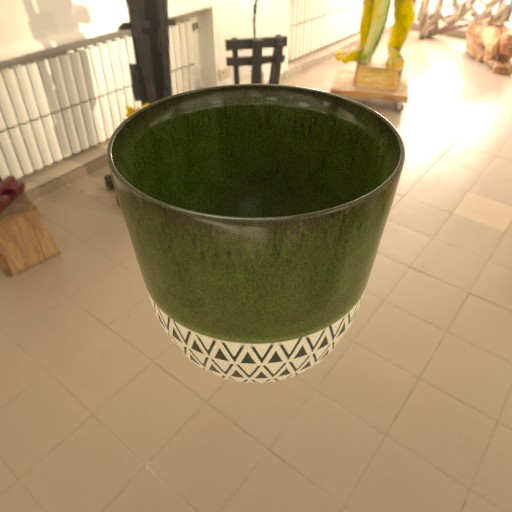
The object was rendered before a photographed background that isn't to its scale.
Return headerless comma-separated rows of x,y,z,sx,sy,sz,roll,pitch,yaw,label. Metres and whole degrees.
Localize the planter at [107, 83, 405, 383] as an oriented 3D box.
0.000,0.000,0.462,0.245,0.270,0.245,0,41,0,planter
